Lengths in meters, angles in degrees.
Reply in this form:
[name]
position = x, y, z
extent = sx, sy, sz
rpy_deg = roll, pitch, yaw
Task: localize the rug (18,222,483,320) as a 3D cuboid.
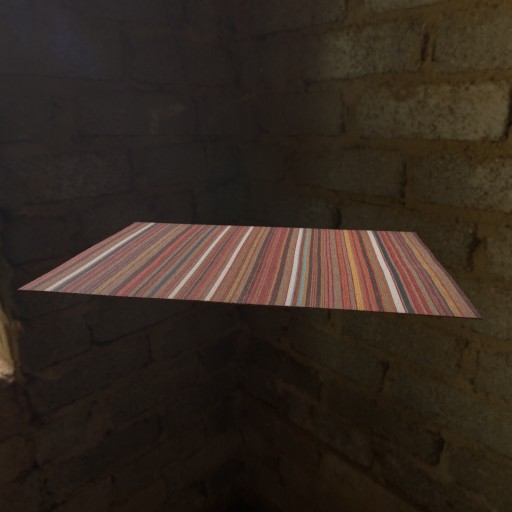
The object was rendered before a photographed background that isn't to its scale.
[rug]
position = 0.000, 0.000, 2.288
extent = 1.828, 0.007, 1.217
rpy_deg = 3, 18, 8
